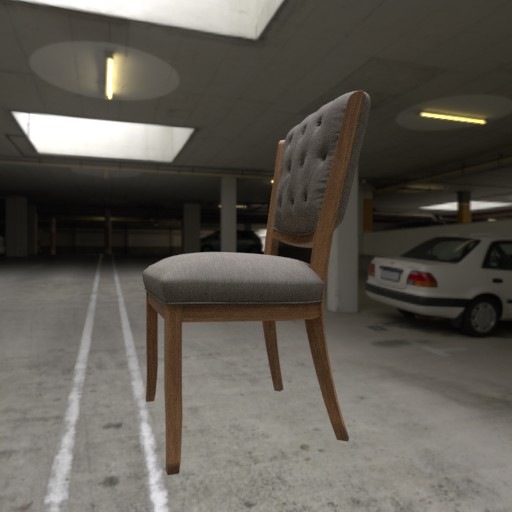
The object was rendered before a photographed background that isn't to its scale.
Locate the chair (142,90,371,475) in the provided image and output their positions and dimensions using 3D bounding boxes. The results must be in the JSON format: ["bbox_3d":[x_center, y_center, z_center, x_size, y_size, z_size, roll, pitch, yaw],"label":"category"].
[{"bbox_3d":[0.000,0.000,1.247,0.584,0.905,0.513,0,0,-19],"label":"chair"}]
